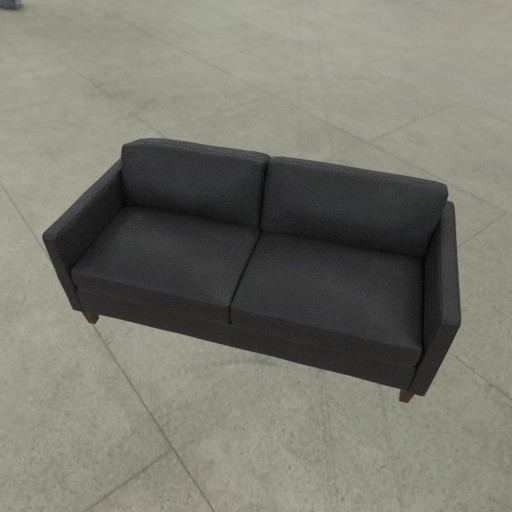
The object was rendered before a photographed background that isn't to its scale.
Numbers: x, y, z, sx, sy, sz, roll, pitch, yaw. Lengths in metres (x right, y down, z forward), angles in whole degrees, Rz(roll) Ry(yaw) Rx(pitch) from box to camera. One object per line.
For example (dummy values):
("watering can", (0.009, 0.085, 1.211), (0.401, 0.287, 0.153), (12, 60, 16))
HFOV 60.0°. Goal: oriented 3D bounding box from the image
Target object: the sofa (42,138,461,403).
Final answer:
("sofa", (0.000, 0.000, 2.416), (1.971, 0.863, 0.933), (11, 44, 12))
